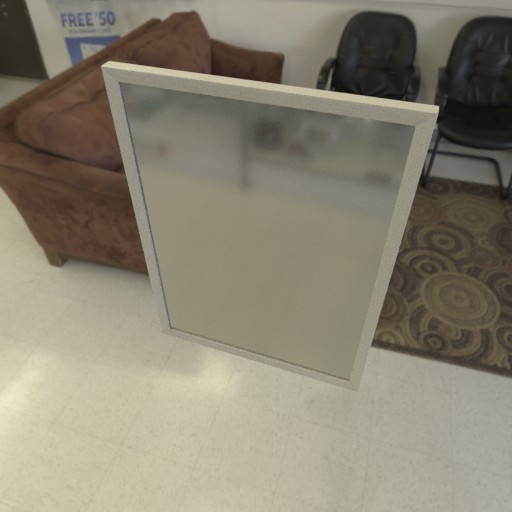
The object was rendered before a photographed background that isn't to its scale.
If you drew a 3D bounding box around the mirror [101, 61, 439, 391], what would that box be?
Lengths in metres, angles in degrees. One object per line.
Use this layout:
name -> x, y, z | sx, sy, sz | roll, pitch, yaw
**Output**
mirror -> 0.000, 0.000, 1.307 | 0.762, 1.016, 0.040 | 13, 44, 14
